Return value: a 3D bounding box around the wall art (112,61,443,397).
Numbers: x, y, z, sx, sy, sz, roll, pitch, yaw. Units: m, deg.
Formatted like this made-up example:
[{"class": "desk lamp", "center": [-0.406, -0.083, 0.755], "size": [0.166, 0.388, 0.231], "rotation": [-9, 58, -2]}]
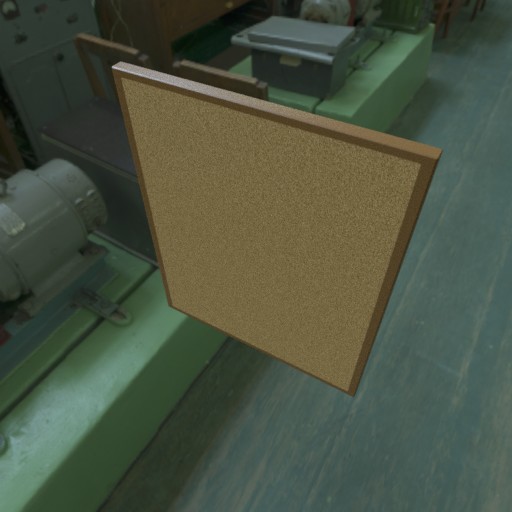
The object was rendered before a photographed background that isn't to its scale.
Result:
[{"class": "wall art", "center": [0.000, 0.000, 0.744], "size": [0.449, 0.550, 0.021], "rotation": [22, 51, 20]}]
